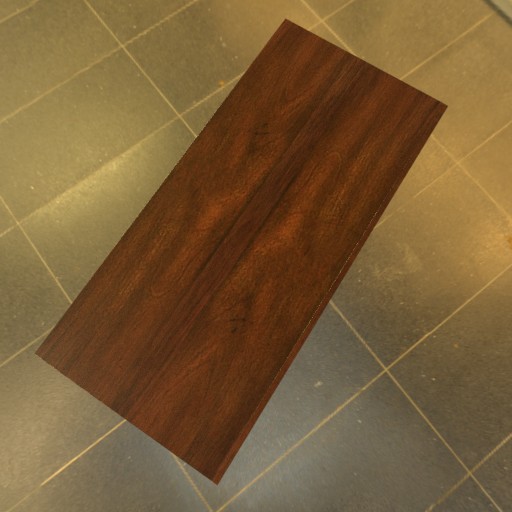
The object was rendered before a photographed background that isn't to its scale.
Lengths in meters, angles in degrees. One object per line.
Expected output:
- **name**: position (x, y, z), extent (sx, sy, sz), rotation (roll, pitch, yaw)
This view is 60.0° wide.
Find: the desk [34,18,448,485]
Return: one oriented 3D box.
- **desk**: position (0.000, 0.000, 2.081), extent (0.734, 1.031, 1.577), rotation (32, 78, 8)
